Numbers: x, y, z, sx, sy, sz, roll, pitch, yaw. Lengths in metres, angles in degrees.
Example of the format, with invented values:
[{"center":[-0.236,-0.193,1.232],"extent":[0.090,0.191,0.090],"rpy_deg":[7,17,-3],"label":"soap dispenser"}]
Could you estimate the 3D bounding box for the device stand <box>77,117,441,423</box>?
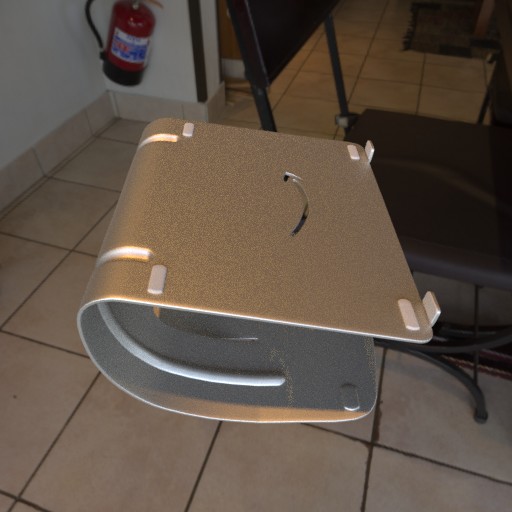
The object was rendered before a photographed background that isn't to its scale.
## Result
[{"center":[0.000,0.000,0.405],"extent":[0.236,0.155,0.256],"rpy_deg":[-1,43,-1],"label":"device stand"}]
